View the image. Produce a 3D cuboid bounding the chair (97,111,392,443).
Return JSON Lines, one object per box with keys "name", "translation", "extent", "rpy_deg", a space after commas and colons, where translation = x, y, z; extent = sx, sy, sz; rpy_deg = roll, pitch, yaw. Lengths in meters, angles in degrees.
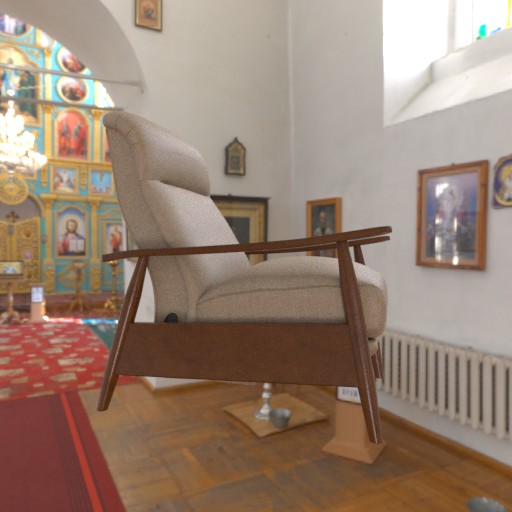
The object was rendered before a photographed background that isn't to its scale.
{"name": "chair", "translation": [0.000, 0.000, 1.767], "extent": [1.030, 1.082, 0.762], "rpy_deg": [0, 0, 16]}
